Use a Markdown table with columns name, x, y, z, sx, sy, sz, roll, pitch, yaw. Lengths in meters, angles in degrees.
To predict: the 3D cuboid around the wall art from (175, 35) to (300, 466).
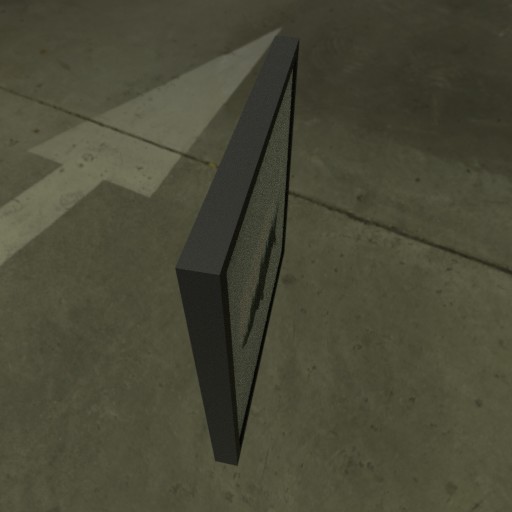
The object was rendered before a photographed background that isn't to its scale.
| name | x | y | z | sx | sy | sz | roll | pitch | yaw |
| --- | --- | --- | --- | --- | --- | --- | --- | --- | --- |
| wall art | 0.000 | 0.000 | 0.739 | 0.040 | 0.509 | 0.509 | 9 | 48 | 8 |
